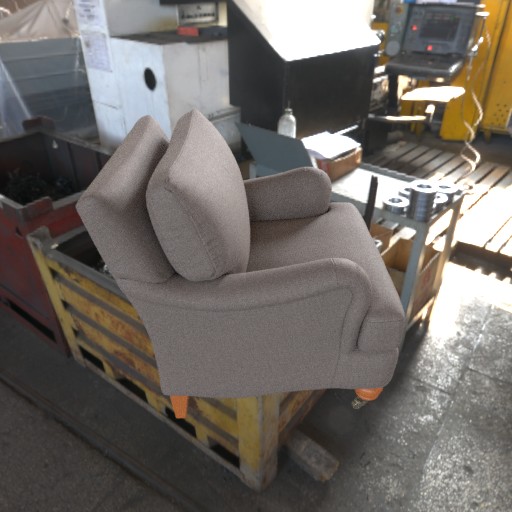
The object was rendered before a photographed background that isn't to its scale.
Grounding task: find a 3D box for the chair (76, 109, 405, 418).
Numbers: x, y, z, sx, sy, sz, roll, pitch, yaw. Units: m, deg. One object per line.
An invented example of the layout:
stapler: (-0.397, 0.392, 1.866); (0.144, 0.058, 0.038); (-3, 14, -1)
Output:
chair: (0.000, 0.000, 1.887); (1.070, 1.038, 0.955); (0, 33, -1)
